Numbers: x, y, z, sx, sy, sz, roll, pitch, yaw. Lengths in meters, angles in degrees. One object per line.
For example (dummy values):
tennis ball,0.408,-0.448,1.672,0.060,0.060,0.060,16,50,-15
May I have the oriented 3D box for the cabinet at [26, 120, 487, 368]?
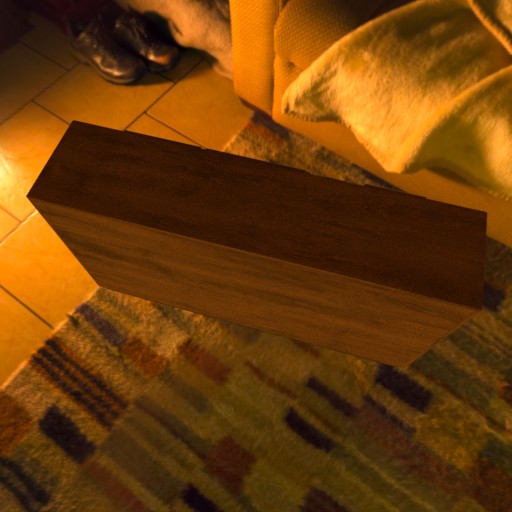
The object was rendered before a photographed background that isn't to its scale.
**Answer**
cabinet,0.000,0.000,1.988,1.600,0.900,0.420,14,64,7
